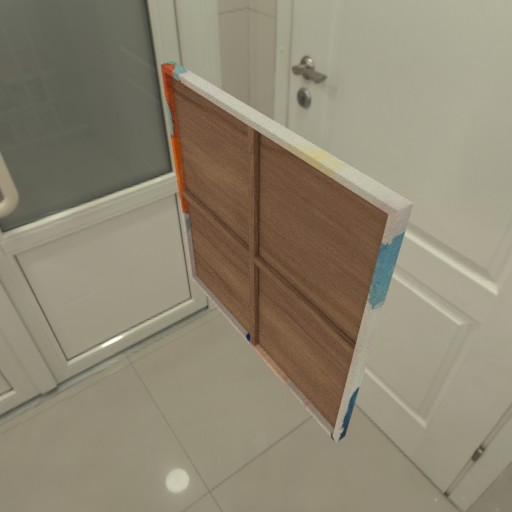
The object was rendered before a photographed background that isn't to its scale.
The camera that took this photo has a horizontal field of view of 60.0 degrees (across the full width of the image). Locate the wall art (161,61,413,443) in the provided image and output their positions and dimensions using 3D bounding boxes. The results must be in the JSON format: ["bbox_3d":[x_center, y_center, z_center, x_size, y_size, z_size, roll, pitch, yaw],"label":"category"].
[{"bbox_3d":[0.000,0.000,1.225,0.037,0.814,0.814,-26,49,-26],"label":"wall art"}]
